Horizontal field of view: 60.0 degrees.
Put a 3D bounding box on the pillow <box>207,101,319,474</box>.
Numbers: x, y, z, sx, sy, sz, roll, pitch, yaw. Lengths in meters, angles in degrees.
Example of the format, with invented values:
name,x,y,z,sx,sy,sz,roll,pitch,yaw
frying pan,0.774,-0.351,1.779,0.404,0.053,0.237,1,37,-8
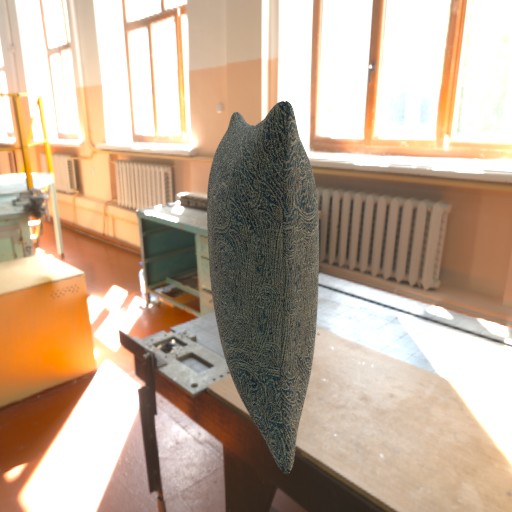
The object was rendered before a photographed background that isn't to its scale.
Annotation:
name,x,y,z,sx,sy,sz,roll,pitch,yaw
pillow,0.000,0.000,0.804,0.166,0.510,0.523,-3,17,-8
